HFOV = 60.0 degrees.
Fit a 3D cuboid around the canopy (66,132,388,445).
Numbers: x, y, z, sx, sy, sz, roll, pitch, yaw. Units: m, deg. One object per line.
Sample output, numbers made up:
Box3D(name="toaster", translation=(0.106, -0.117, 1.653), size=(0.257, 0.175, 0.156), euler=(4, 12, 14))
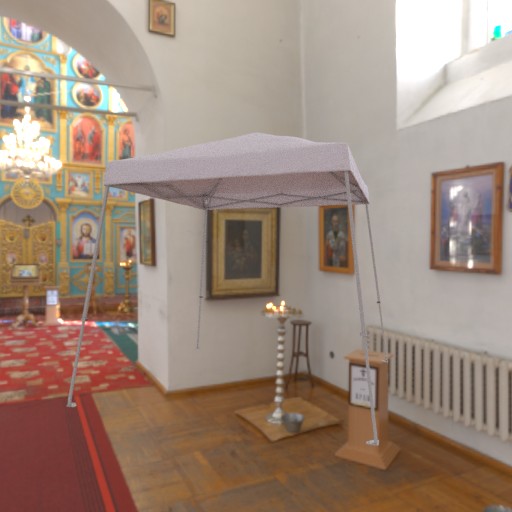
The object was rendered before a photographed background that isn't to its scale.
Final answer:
Box3D(name="canopy", translation=(0.000, 0.000, 5.114), size=(2.849, 2.850, 2.850), euler=(0, 0, 18))
